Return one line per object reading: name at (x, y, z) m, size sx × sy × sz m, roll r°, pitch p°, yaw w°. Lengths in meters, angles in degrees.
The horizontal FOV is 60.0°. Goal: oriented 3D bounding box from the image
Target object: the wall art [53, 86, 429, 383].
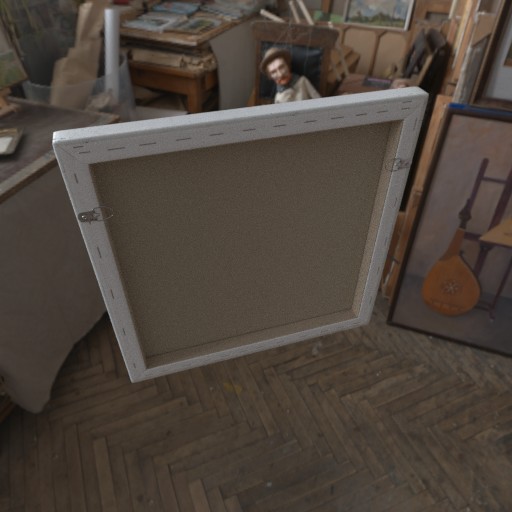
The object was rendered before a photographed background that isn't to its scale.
wall art at (0.000, 0.000, 0.902) m, size 0.610 × 0.611 × 0.040 m, roll -11°, pitch 43°, yaw -12°
